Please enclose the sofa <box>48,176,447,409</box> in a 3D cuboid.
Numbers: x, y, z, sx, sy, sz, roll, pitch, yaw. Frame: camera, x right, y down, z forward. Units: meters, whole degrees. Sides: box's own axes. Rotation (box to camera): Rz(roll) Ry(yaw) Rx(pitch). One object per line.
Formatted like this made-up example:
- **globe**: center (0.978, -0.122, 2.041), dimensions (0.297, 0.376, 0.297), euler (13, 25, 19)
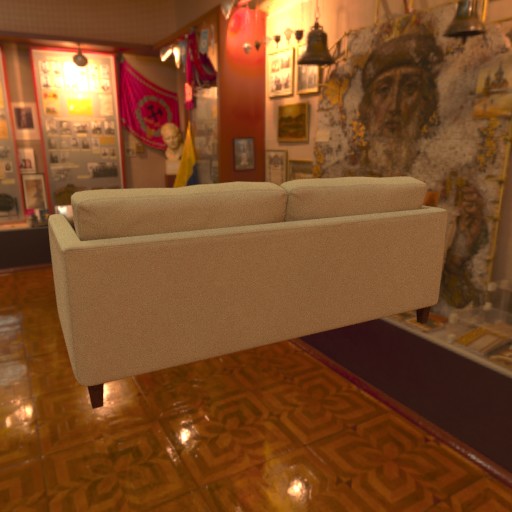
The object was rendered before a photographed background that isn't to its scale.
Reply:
- **sofa**: center (0.000, 0.000, 2.643), dimensions (2.181, 0.932, 0.948), euler (-7, 16, -27)
